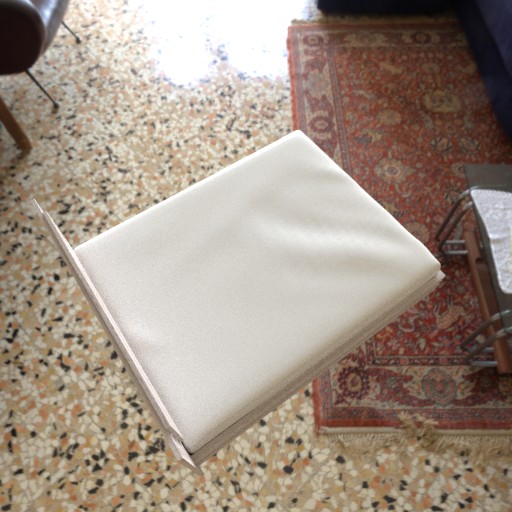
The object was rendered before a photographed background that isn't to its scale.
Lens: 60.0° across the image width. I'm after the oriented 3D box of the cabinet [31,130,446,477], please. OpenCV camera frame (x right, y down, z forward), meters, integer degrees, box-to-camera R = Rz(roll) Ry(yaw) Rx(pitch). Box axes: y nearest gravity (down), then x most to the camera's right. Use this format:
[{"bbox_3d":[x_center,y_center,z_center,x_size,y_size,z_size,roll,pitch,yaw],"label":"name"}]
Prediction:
[{"bbox_3d":[0.000,0.000,3.011,2.080,0.970,1.750,-32,65,-17],"label":"cabinet"}]
